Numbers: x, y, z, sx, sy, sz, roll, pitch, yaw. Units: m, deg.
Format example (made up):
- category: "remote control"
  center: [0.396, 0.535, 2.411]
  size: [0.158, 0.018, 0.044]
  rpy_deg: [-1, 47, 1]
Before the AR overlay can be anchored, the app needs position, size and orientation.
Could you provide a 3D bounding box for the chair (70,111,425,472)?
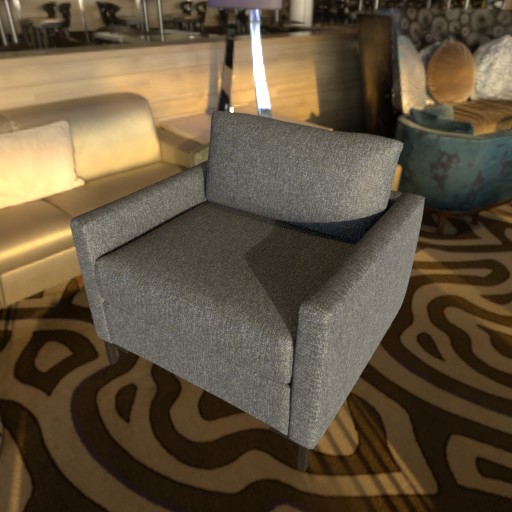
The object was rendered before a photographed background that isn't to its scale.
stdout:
- category: "chair"
  center: [0.000, 0.000, 1.626]
  size: [0.963, 0.861, 0.866]
  rpy_deg: [18, 35, 28]
